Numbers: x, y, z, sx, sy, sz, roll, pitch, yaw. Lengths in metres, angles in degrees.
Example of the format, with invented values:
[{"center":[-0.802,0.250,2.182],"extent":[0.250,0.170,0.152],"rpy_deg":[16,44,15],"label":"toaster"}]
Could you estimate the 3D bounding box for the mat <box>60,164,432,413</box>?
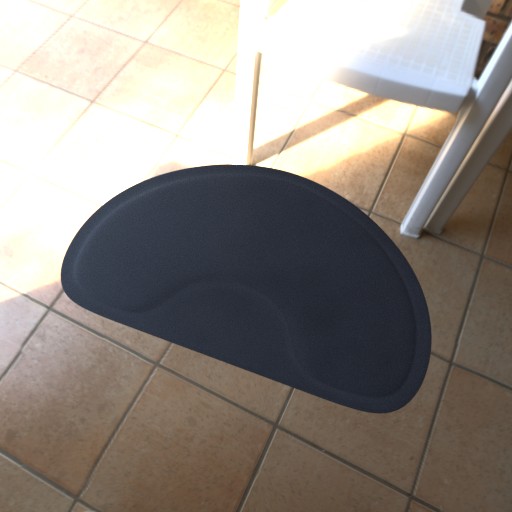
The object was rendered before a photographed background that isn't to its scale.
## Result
[{"center":[0.000,0.000,1.856],"extent":[1.524,0.013,0.913],"rpy_deg":[18,66,9],"label":"mat"}]
